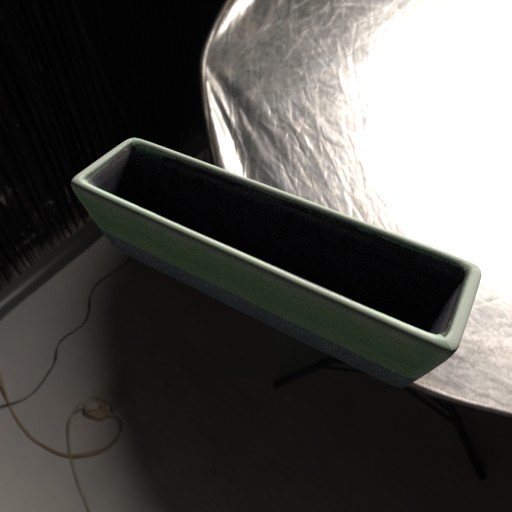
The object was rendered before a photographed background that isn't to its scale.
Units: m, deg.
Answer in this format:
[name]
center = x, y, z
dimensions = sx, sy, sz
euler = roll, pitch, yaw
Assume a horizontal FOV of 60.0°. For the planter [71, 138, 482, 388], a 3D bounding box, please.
[planter]
center = 0.000, 0.000, 0.315
dimensions = 0.275, 0.072, 0.072
euler = 24, 52, 20
